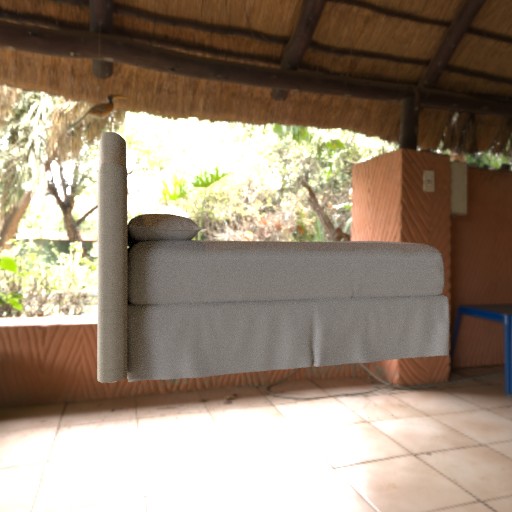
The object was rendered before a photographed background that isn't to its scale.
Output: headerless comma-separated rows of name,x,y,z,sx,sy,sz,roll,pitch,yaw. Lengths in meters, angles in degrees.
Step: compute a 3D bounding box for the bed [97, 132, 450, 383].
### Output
bed,0.000,0.000,3.288,2.164,1.297,1.828,0,0,-18
